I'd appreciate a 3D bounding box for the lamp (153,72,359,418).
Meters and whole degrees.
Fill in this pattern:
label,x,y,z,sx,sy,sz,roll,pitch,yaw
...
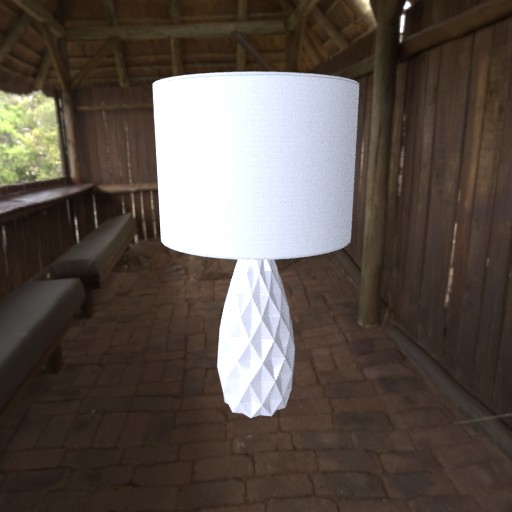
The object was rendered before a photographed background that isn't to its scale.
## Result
label,x,y,z,sx,sy,sz,roll,pitch,yaw
lamp,0.000,0.000,0.716,0.297,0.522,0.297,0,15,0
